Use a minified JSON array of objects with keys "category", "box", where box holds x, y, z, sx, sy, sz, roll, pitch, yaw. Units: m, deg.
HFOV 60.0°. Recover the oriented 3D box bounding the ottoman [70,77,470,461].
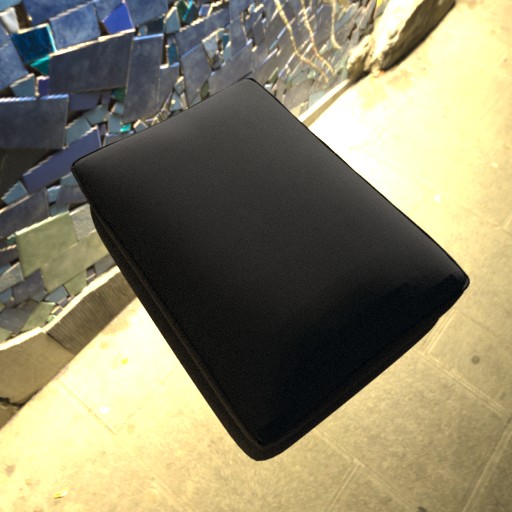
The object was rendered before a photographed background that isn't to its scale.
[{"category":"ottoman","box":[0.000,0.000,0.960,0.508,0.406,0.686,-32,65,-17]}]
